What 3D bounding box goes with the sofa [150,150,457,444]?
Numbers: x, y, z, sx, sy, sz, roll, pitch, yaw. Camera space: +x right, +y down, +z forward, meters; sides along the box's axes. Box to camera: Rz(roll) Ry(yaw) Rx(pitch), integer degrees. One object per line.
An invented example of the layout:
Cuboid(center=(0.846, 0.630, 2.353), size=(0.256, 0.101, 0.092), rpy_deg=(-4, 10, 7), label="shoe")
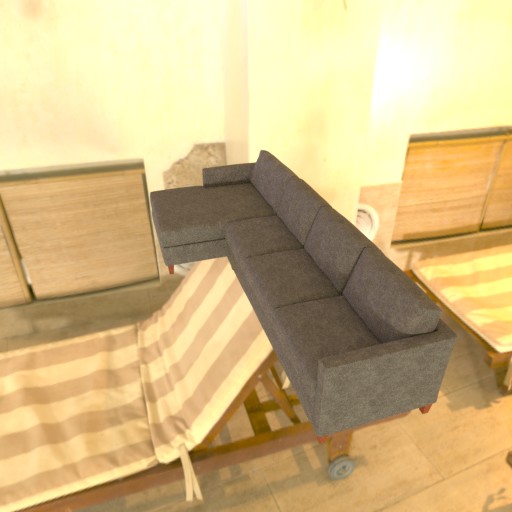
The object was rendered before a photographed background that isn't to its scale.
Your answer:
Cuboid(center=(0.000, 0.000, 4.106), size=(1.606, 0.954, 3.471), rpy_deg=(-9, 32, -15), label="sofa")
